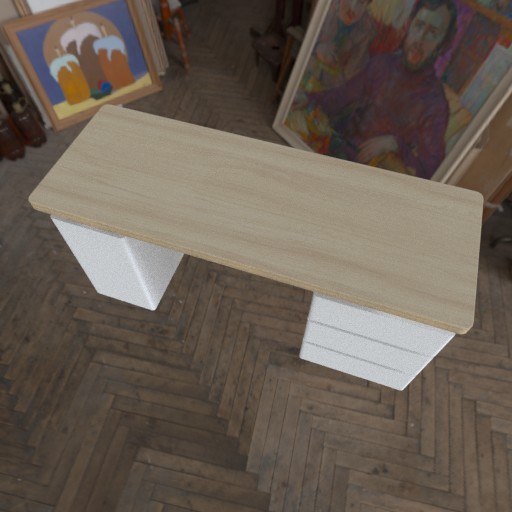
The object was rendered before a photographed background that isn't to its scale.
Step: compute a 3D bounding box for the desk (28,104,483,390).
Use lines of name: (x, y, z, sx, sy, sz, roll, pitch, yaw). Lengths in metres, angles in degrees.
desk: (0.000, 0.000, 1.858, 1.500, 0.755, 0.550, 16, 58, 10)
